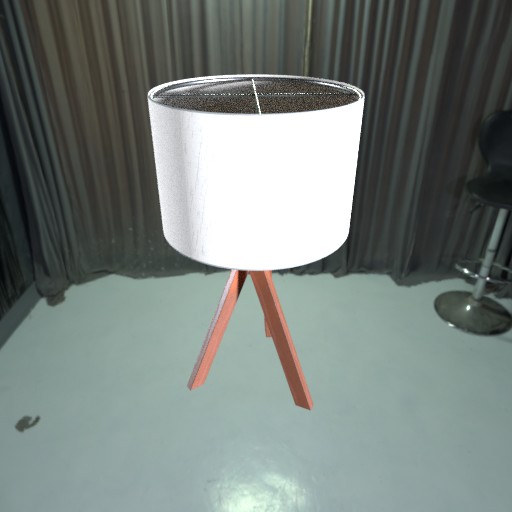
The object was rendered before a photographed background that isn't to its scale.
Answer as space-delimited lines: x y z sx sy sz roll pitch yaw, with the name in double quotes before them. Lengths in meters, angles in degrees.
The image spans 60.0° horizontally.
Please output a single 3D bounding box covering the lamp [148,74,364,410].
"lamp" 0.000 0.000 0.965 0.380 0.686 0.380 -1 30 -2
